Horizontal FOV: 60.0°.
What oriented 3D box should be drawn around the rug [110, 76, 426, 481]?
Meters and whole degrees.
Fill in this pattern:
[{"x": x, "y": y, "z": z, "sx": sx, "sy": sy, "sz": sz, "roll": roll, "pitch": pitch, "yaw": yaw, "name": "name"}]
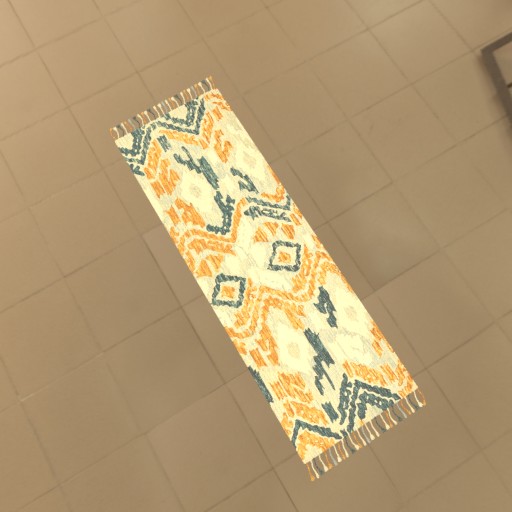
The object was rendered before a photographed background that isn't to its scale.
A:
[{"x": 0.000, "y": 0.000, "z": 2.665, "sx": 0.783, "sy": 0.010, "sz": 2.437, "roll": -31, "pitch": 78, "yaw": -7, "name": "rug"}]
